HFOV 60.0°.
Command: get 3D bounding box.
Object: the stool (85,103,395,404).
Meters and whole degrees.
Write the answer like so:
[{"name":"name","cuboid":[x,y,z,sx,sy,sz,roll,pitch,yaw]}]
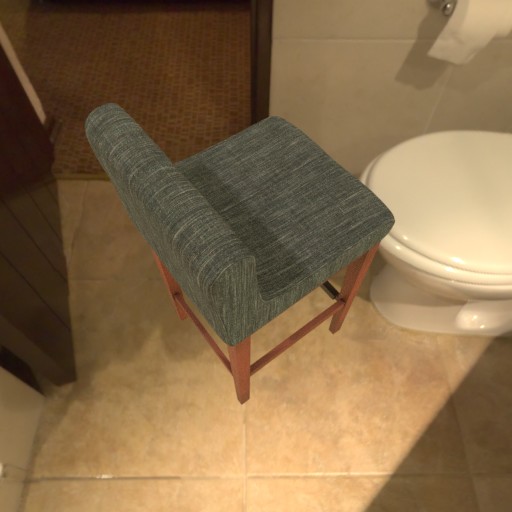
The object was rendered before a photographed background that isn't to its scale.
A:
[{"name":"stool","cuboid":[0.000,0.000,1.074,0.459,0.835,0.395,-33,64,-19]}]
